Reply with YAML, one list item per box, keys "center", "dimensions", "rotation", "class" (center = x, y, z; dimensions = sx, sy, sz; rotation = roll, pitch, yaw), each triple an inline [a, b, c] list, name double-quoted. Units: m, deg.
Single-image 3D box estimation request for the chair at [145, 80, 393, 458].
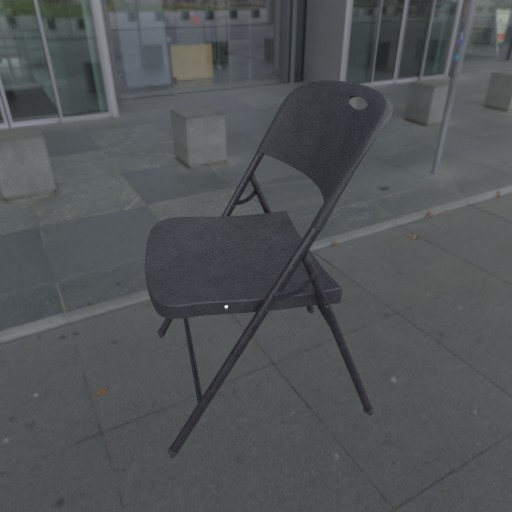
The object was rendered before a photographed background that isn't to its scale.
- center: [0.000, 0.000, 1.155]
  dimensions: [0.567, 0.810, 0.494]
  rotation: [-7, 31, -12]
  class: "chair"
